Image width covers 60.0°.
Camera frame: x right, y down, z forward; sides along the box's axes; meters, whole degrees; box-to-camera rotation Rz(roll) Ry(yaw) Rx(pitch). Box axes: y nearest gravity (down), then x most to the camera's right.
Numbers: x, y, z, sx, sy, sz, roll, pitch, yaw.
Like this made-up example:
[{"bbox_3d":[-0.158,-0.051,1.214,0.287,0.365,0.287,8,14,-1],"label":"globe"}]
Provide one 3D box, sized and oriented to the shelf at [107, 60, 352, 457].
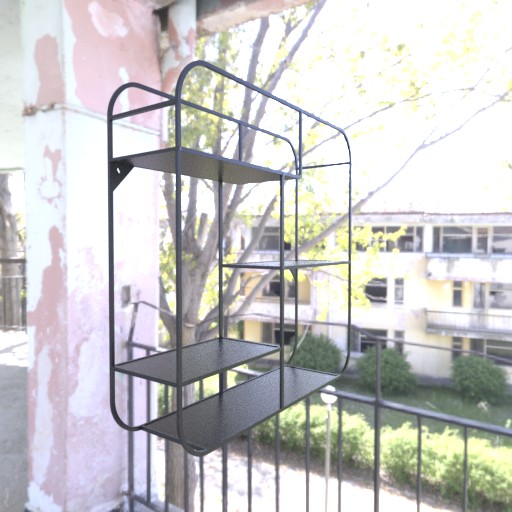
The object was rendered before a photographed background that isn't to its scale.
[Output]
[{"bbox_3d":[0.000,0.000,0.917,0.160,0.600,0.600,1,2,36],"label":"shelf"}]
